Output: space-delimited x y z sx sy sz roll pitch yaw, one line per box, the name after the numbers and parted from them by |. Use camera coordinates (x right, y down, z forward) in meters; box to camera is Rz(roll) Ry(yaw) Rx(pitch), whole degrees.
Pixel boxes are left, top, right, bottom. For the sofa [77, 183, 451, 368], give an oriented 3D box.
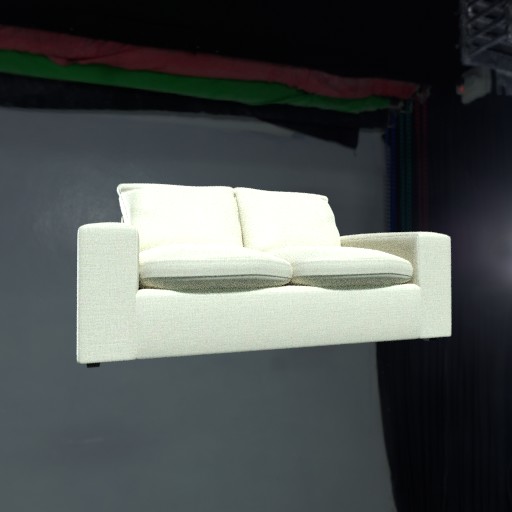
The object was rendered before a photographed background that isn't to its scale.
0.000 0.000 2.375 1.754 0.875 1.091 0 -1 -21 | sofa
